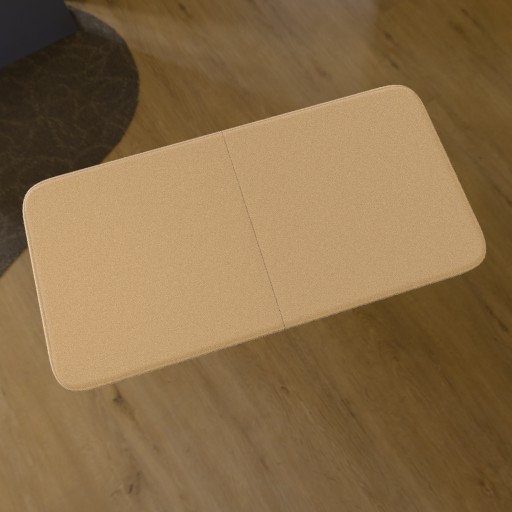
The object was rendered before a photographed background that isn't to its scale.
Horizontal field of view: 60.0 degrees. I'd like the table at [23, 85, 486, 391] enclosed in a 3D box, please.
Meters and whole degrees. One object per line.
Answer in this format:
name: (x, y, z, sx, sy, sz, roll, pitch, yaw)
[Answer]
table: (0.000, 0.000, 1.599, 1.245, 0.737, 0.611, -17, 76, -4)
